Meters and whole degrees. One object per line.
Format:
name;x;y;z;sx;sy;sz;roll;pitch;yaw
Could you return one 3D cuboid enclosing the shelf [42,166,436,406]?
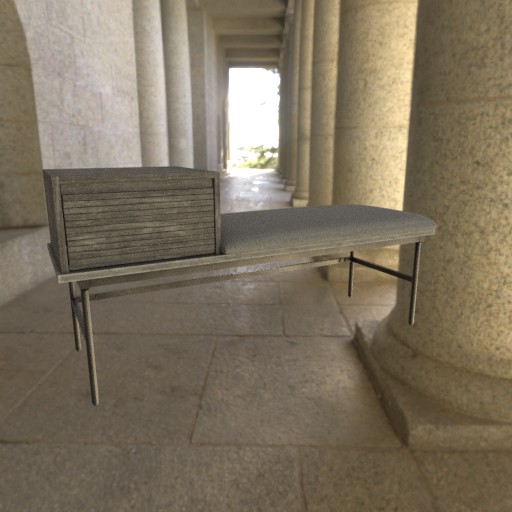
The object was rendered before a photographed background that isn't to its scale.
shelf;0.000;0.000;1.610;1.342;0.633;0.457;-7;16;-27
